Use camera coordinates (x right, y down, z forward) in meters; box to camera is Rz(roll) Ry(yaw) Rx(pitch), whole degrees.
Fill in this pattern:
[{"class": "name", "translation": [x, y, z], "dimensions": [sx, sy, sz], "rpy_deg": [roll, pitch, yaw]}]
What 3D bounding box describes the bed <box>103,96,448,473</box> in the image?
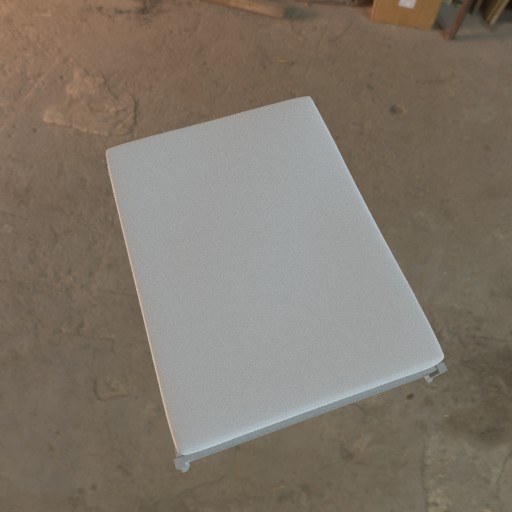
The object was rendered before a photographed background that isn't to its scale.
[{"class": "bed", "translation": [0.000, 0.000, 2.850], "dimensions": [1.604, 0.510, 2.108], "rpy_deg": [-17, 66, -8]}]
